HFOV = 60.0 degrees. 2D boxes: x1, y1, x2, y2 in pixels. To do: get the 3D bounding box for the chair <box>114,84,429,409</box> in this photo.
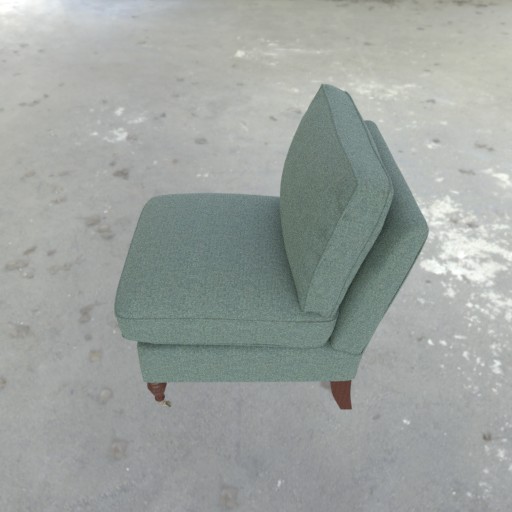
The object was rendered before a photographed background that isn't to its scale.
[{"bbox_3d":[0.000,0.000,1.433,0.796,0.901,0.624,-1,41,-1],"label":"chair"}]
